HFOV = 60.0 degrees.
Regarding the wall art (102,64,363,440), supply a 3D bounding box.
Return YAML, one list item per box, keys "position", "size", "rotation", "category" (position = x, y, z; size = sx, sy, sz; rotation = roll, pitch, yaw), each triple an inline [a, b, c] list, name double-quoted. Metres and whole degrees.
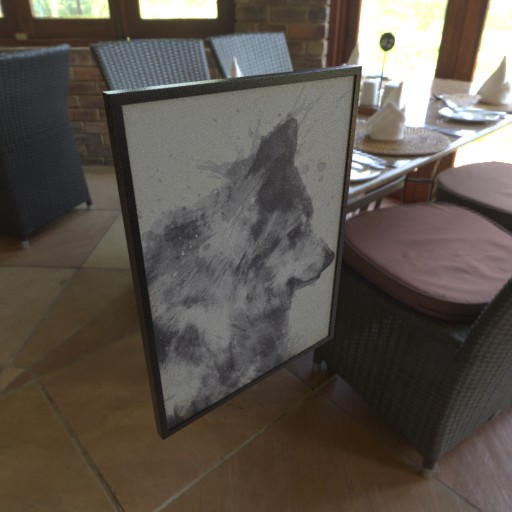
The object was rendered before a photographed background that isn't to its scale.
- position: [0.000, 0.000, 1.401]
  size: [0.804, 1.061, 0.039]
  rotation: [-22, 36, -33]
  category: "wall art"
